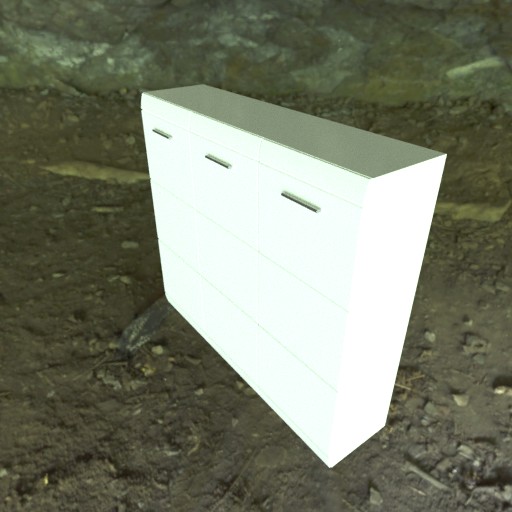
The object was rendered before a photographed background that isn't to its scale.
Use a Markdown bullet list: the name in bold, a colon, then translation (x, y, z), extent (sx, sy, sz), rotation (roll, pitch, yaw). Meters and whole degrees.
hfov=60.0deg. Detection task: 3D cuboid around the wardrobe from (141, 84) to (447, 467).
- **wardrobe**: translation (0.000, 0.000, 1.946), extent (0.360, 1.200, 1.340), rotation (-21, 37, -31)
